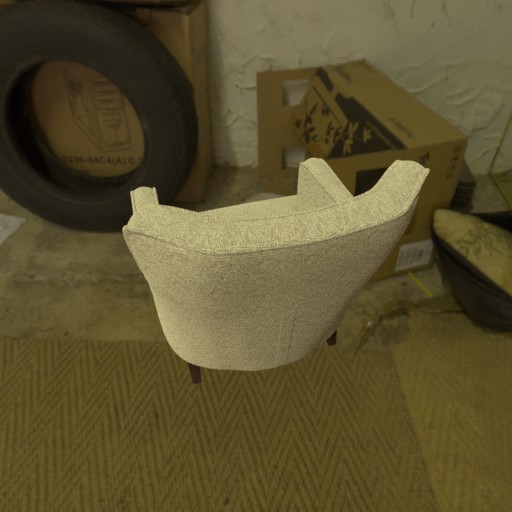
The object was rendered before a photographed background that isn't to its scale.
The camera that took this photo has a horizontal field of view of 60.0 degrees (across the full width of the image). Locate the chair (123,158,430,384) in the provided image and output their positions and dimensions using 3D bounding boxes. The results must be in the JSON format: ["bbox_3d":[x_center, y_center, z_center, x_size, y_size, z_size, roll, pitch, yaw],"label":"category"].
[{"bbox_3d":[0.000,0.000,1.647,0.820,0.920,0.910,-12,43,-14],"label":"chair"}]
